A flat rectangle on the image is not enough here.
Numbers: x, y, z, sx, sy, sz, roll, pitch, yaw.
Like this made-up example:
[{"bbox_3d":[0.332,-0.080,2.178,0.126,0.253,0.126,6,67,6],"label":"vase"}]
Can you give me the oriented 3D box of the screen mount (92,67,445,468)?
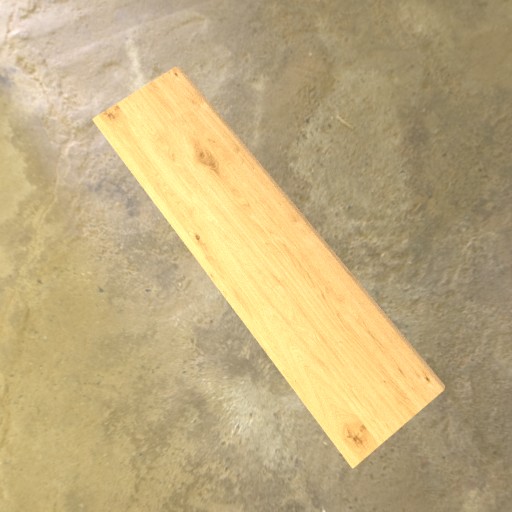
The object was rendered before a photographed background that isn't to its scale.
[{"bbox_3d":[0.000,0.000,1.940,0.450,0.430,1.700,-36,78,-9],"label":"screen mount"}]
